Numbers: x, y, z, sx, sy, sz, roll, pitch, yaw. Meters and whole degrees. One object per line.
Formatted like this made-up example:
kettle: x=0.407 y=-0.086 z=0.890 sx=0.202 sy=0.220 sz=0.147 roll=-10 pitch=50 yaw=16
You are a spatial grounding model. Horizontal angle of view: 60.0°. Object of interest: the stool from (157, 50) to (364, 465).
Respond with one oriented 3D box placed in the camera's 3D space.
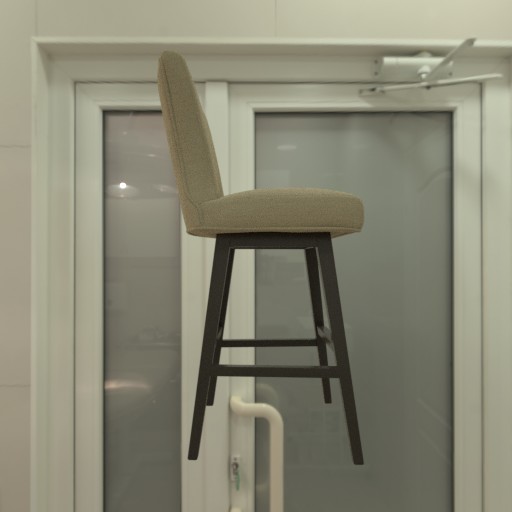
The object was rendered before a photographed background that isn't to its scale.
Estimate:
stool: x=0.000 y=0.000 z=1.402 sx=0.574 sy=1.086 sz=0.514 roll=0 pitch=0 yaw=0
